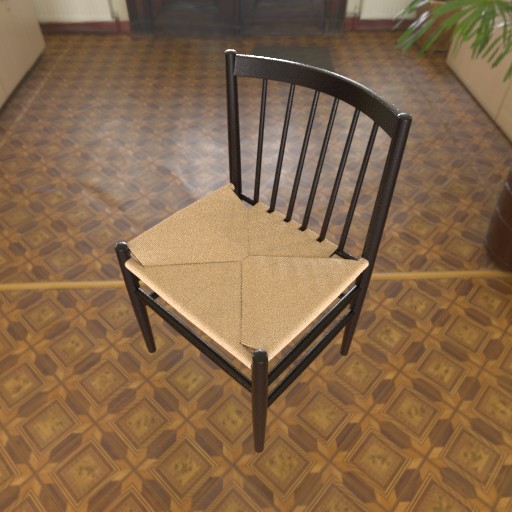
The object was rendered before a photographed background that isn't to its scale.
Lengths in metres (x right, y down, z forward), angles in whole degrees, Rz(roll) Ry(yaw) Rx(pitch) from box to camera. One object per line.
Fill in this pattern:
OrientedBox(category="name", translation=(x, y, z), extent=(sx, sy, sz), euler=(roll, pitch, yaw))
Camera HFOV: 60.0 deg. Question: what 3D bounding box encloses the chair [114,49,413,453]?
OrientedBox(category="chair", translation=(0.000, 0.000, 1.142), extent=(0.495, 0.818, 0.516), euler=(33, 54, 28))
